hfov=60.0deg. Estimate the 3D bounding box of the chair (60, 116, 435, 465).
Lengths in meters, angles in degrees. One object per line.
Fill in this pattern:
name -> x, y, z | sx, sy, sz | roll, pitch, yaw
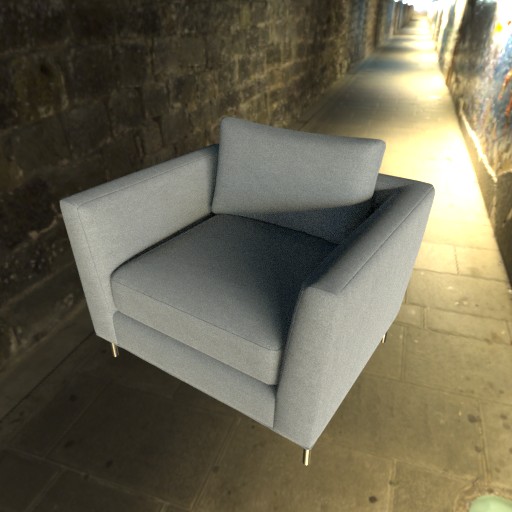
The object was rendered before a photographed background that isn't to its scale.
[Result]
chair -> 0.000, 0.000, 1.683 | 1.041, 0.864, 0.889 | 18, 34, 29
